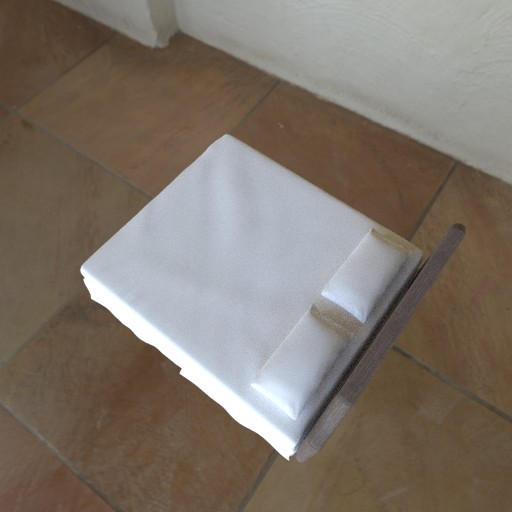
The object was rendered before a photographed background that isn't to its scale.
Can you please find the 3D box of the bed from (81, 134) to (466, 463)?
[{"bbox_3d":[0.000,0.000,4.129,2.773,1.590,2.350,35,67,17],"label":"bed"}]
